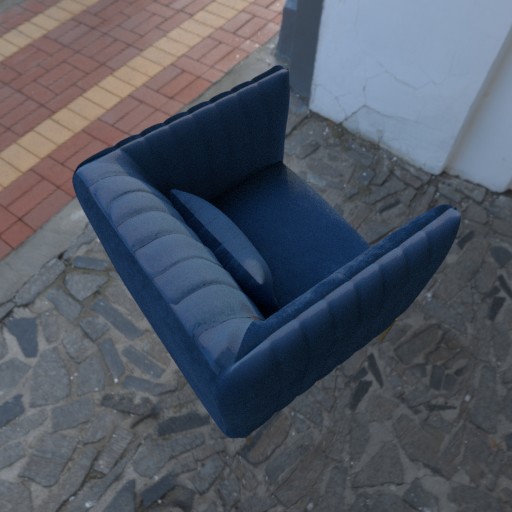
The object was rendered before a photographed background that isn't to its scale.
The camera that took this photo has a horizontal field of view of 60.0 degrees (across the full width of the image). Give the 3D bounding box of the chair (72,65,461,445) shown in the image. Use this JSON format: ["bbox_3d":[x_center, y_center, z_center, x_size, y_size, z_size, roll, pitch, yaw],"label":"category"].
[{"bbox_3d":[0.000,0.000,1.629,0.877,0.793,0.947,-32,64,-18],"label":"chair"}]
